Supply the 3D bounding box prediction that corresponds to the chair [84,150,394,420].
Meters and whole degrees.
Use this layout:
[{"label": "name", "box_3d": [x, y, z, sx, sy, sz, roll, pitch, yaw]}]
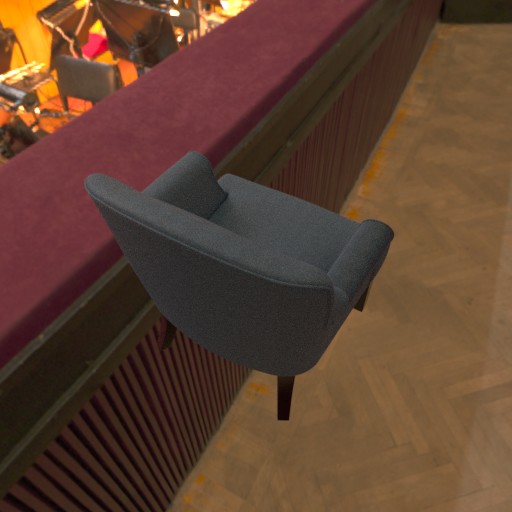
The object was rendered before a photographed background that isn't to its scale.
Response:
[{"label": "chair", "box_3d": [0.000, 0.000, 1.482, 0.770, 0.878, 0.754, 24, 52, 20]}]
